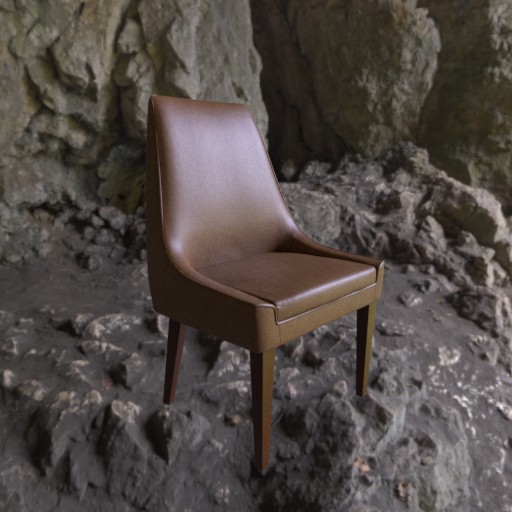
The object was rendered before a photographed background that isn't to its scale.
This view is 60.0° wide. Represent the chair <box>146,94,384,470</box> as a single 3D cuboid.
[{"bbox_3d":[0.000,0.000,1.234,0.544,0.861,0.529,13,18,43],"label":"chair"}]
